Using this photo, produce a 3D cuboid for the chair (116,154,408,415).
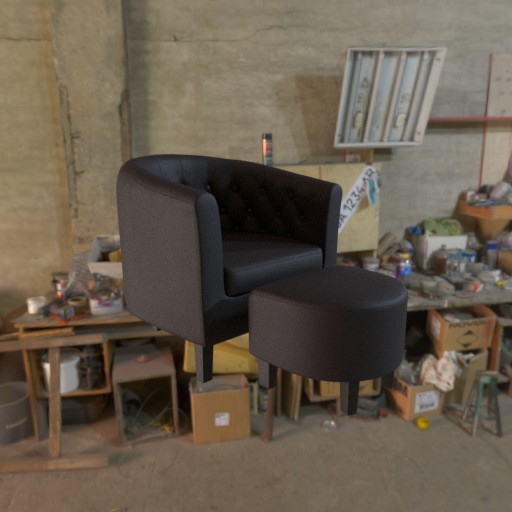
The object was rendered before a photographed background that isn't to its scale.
[{"bbox_3d":[0.000,0.000,1.684,0.763,0.760,1.191,-12,17,-42],"label":"chair"}]
